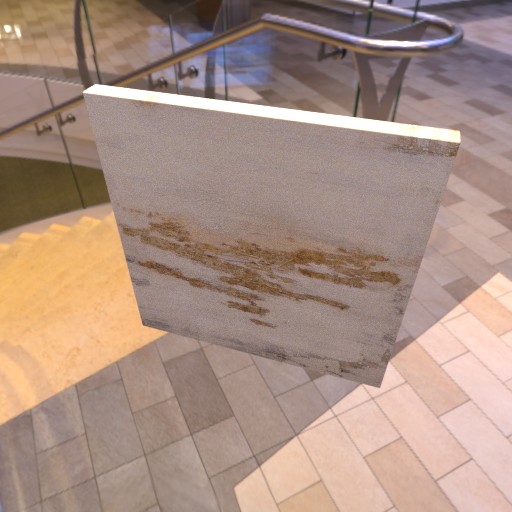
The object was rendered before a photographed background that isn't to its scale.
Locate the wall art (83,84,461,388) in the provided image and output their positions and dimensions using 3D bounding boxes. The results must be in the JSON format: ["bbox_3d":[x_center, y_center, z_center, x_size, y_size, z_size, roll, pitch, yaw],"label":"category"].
[{"bbox_3d":[0.000,0.000,0.902,0.611,0.613,0.040,12,42,13],"label":"wall art"}]
